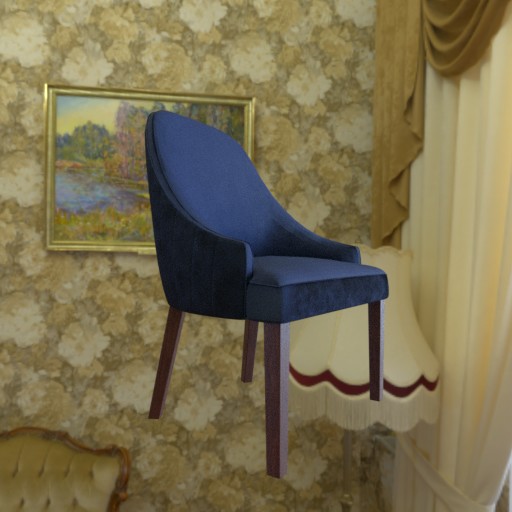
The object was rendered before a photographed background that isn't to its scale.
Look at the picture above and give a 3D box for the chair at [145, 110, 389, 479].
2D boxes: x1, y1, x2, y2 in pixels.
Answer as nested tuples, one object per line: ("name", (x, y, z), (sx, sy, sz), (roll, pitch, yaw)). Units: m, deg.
("chair", (0.000, 0.000, 1.284), (0.575, 0.889, 0.643), (0, 0, 35))
